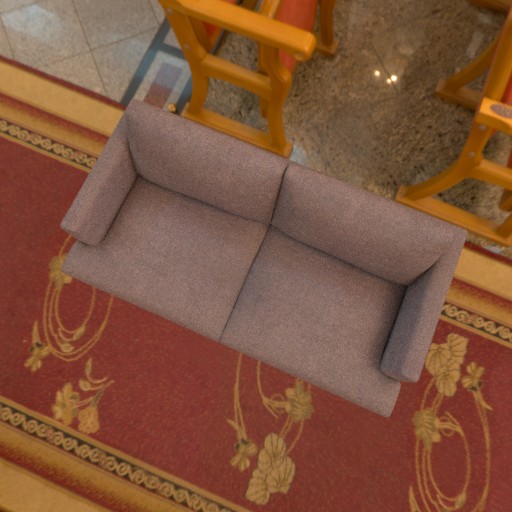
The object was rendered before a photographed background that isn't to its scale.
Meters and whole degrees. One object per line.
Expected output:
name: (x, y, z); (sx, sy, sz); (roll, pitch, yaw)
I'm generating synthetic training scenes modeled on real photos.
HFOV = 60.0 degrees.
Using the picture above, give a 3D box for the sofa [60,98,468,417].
sofa: (0.000, 0.000, 2.453); (1.948, 0.868, 1.020); (23, 77, 6)
